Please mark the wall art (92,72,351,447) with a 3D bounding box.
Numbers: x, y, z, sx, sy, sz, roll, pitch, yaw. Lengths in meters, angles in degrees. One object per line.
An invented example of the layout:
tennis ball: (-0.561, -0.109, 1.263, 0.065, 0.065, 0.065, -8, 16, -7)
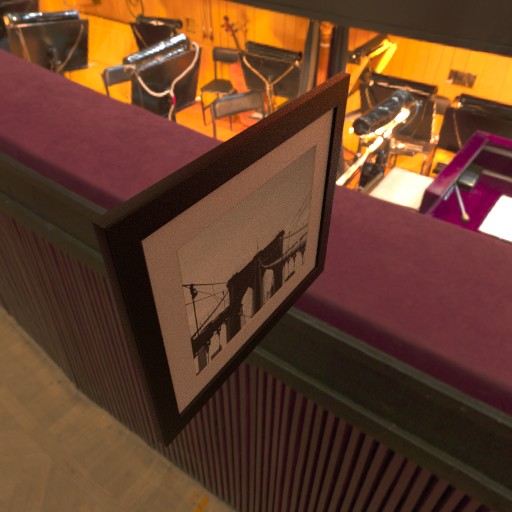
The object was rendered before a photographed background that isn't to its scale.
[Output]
wall art: (0.000, 0.000, 0.734, 0.018, 0.450, 0.521, 25, 47, 26)
